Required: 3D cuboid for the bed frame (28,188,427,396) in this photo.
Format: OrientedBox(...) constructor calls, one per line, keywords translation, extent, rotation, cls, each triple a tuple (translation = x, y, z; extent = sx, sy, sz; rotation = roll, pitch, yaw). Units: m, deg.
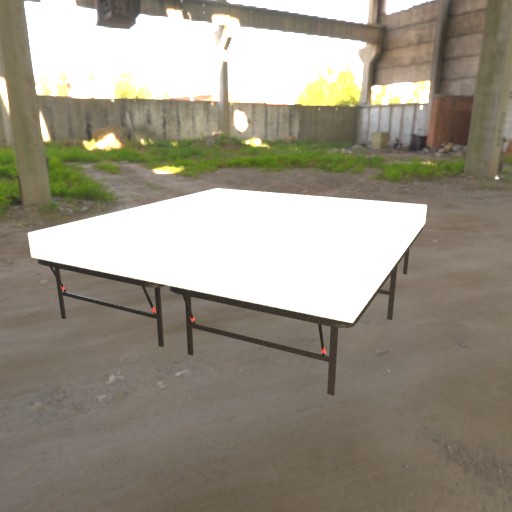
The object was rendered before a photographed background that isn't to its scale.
OrientedBox(translation=(0.000, 0.000, 3.083), extent=(1.930, 0.559, 2.032), rotation=(9, 19, 26), cls="bed frame")
